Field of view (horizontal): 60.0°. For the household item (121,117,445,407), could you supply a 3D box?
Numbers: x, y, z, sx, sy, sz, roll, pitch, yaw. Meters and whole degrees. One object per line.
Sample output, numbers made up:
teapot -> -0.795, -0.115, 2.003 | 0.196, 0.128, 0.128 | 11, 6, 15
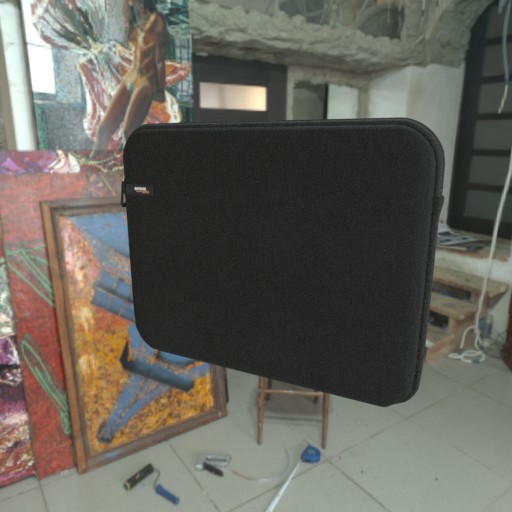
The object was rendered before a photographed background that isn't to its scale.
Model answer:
household item -> 0.000, 0.000, 0.522 | 0.396, 0.305, 0.030 | 7, 16, 26
